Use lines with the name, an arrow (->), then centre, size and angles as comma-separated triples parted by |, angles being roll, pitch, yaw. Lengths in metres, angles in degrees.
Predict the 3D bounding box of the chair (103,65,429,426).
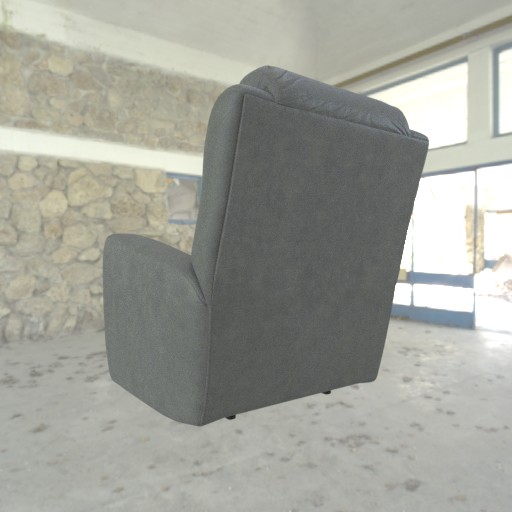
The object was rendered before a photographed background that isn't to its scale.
chair -> 0.000, 0.000, 1.812 | 0.967, 1.116, 1.068 | 0, 1, -36
